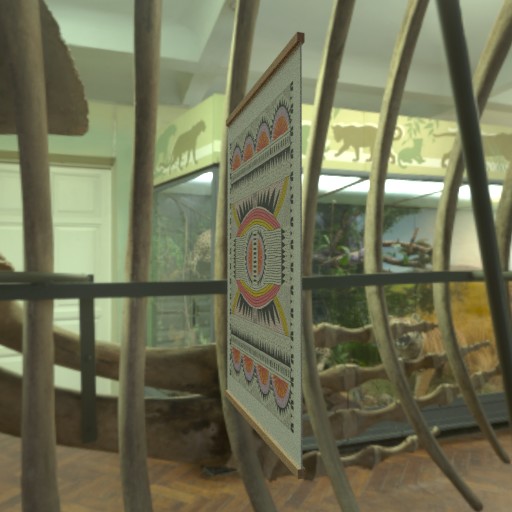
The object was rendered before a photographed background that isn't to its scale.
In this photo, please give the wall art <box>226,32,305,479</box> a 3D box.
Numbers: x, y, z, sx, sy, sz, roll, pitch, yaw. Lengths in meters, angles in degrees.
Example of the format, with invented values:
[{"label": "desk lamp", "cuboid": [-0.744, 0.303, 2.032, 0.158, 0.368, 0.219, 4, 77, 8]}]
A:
[{"label": "wall art", "cuboid": [0.000, 0.000, 1.996, 0.028, 1.533, 0.999, 0, -1, -18]}]
